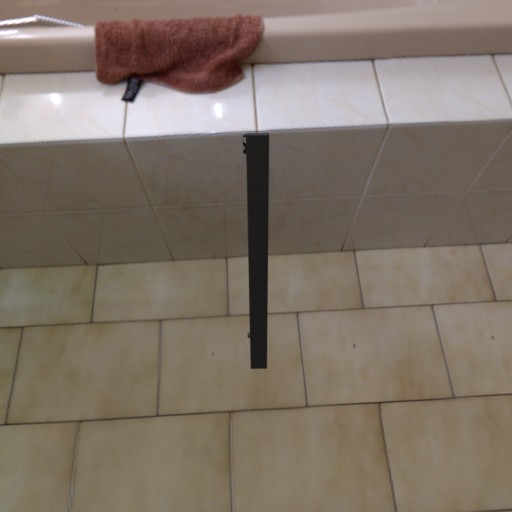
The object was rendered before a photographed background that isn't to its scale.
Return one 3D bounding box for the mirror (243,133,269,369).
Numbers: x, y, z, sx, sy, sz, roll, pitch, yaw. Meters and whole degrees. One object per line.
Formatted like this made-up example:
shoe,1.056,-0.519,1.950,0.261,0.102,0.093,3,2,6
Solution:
mirror,0.000,0.000,0.833,0.032,0.679,0.419,-1,65,0
